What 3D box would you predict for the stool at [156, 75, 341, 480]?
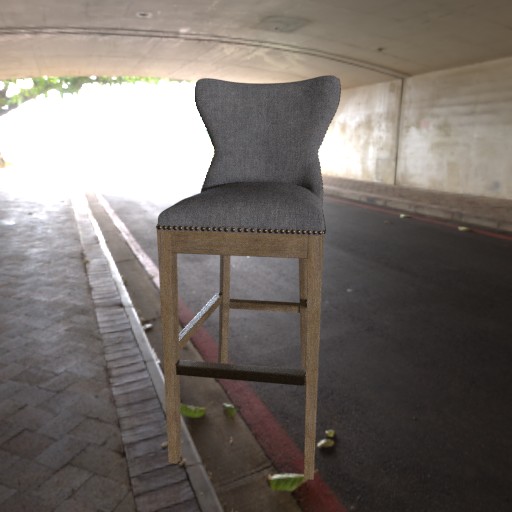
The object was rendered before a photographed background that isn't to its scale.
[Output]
[{"bbox_3d":[0.000,0.000,1.416,0.494,1.123,0.606,2,15,9],"label":"stool"}]
